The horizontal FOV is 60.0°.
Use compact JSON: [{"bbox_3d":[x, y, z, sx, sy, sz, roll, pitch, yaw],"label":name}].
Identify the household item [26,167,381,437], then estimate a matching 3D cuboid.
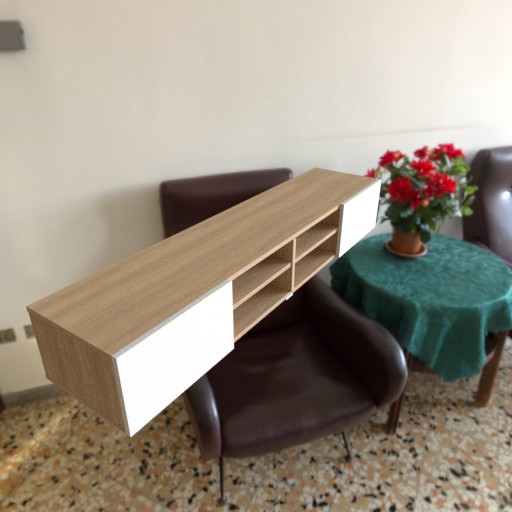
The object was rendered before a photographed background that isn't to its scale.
[{"bbox_3d":[0.000,0.000,1.992,0.420,0.310,1.850,18,32,31],"label":"household item"}]
